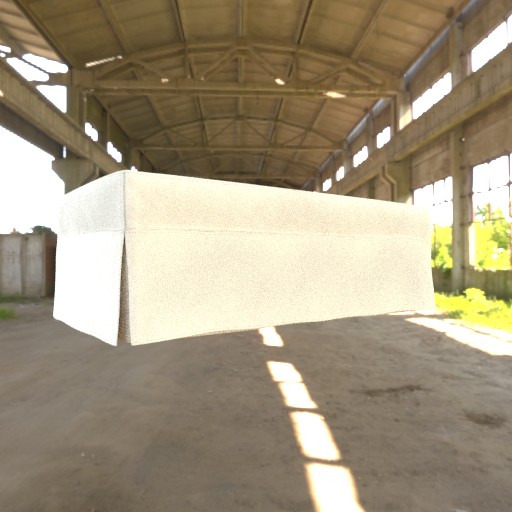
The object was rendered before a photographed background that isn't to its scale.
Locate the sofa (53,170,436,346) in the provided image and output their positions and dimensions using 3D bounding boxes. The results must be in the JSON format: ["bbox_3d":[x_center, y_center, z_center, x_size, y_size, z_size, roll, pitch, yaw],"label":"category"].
[{"bbox_3d":[0.000,0.000,2.141,1.677,0.552,0.939,0,-1,-36],"label":"sofa"}]
